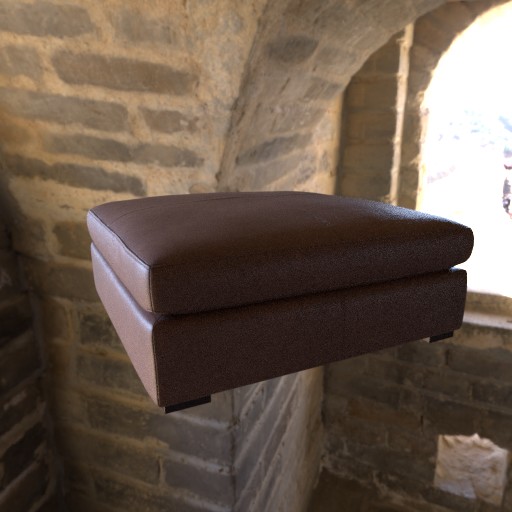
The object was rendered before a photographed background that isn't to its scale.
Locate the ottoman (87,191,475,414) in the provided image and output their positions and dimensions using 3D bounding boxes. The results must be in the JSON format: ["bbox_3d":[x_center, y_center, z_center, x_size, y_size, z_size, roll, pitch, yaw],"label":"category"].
[{"bbox_3d":[0.000,0.000,1.795,1.168,0.490,1.168,-7,16,-26],"label":"ottoman"}]
